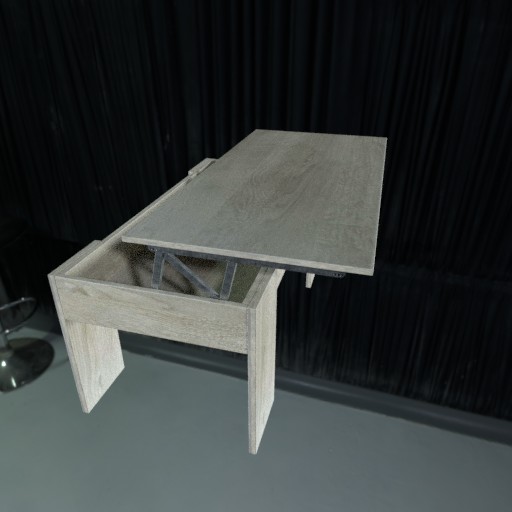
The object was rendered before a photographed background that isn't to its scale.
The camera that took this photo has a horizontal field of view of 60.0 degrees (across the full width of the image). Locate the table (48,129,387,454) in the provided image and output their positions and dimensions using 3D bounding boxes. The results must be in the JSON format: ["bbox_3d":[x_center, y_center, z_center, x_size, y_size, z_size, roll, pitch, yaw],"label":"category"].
[{"bbox_3d":[0.000,0.000,1.419,0.711,0.570,1.000,8,29,14],"label":"table"}]
